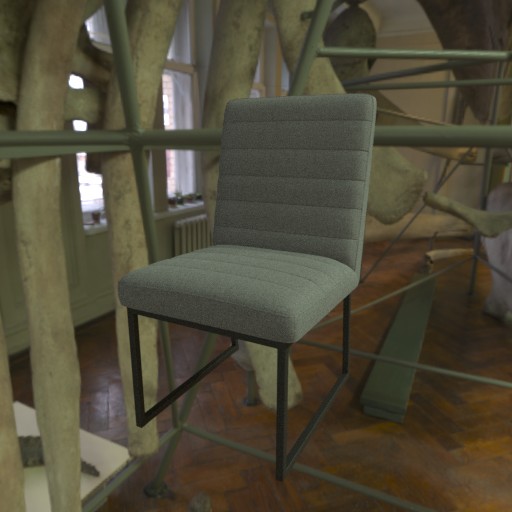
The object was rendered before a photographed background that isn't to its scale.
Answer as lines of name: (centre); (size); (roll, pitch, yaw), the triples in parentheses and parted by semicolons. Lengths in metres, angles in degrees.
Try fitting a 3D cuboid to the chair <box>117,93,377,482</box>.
chair: (0.000, 0.000, 1.305); (0.520, 0.930, 0.634); (8, 17, 27)
